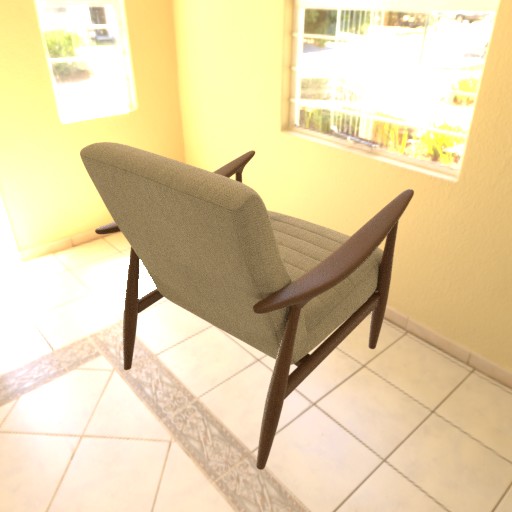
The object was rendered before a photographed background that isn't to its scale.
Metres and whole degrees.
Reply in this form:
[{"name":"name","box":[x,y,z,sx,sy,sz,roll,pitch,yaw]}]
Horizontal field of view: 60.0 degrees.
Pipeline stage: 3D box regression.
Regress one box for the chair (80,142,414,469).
[{"name":"chair","box":[0.000,0.000,1.451,0.741,0.832,0.798,22,37,33]}]
